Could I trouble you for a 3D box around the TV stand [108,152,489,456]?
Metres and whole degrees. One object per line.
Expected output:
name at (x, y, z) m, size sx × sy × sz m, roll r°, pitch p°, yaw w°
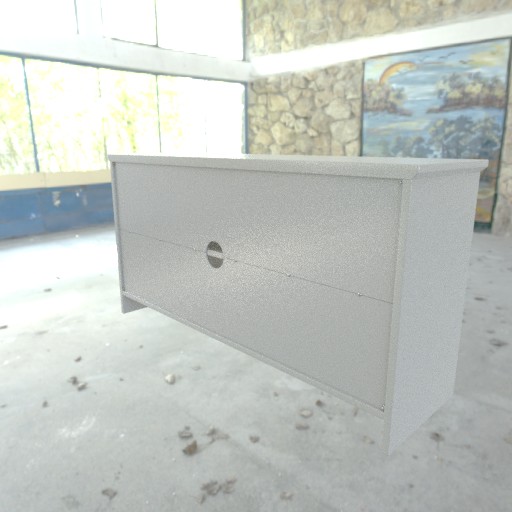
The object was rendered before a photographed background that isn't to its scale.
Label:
TV stand at (0.000, 0.000, 1.371) m, size 0.344 × 0.603 × 1.167 m, roll -14°, pitch 20°, yaw -43°
